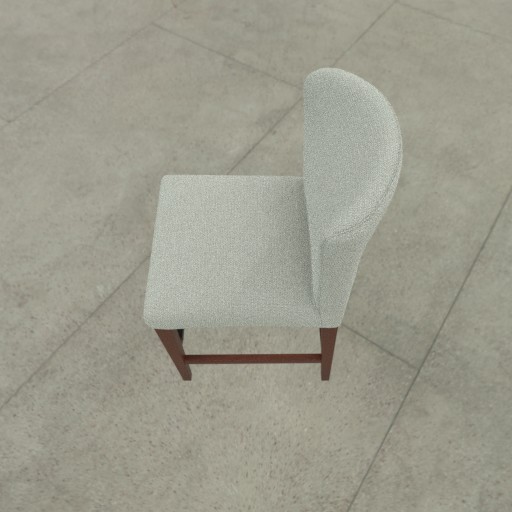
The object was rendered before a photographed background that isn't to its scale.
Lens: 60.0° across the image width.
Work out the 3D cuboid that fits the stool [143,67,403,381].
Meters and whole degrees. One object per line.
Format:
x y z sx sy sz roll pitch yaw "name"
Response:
0.000 0.000 1.270 0.568 0.969 0.481 0 58 0 "stool"
